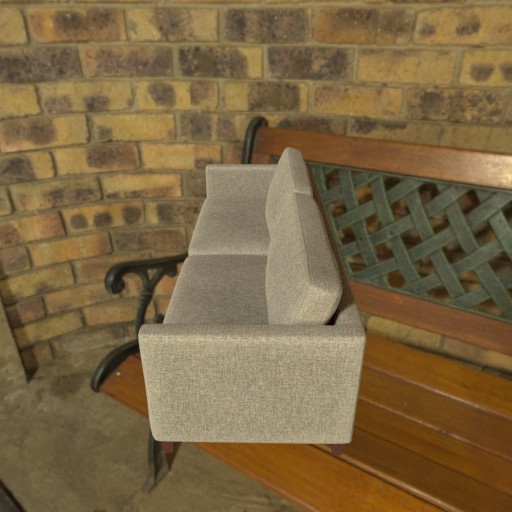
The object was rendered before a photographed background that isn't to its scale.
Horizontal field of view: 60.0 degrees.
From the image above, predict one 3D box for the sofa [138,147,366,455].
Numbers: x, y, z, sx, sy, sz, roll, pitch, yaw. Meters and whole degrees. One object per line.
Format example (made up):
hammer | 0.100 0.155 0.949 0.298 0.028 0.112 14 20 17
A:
sofa | 0.000 0.000 2.943 0.948 0.951 2.434 0 28 1
